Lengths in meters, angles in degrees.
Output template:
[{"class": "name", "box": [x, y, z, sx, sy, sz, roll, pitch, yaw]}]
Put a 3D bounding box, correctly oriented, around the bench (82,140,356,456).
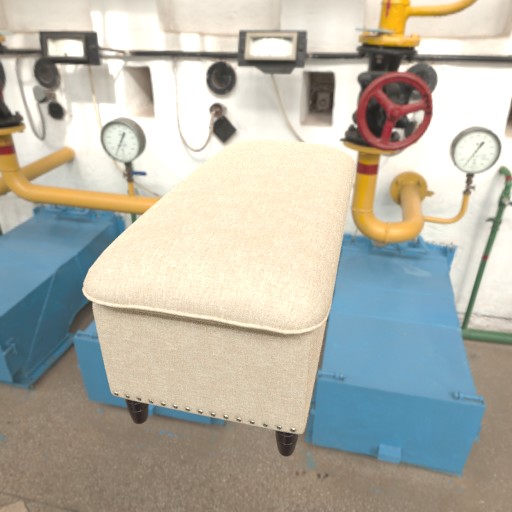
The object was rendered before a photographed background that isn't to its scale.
[{"class": "bench", "box": [0.000, 0.000, 1.264, 0.483, 0.483, 0.991, 7, 30, 12]}]
